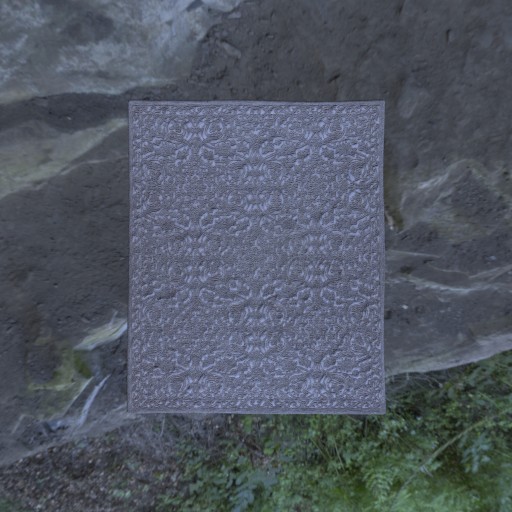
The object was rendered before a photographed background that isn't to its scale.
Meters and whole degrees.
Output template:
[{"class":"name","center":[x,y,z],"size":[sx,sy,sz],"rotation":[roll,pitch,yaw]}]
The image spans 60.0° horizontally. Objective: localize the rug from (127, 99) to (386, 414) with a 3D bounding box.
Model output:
[{"class":"rug","center":[0.000,0.000,4.247],"size":[2.472,0.035,3.017],"rotation":[0,89,0]}]
